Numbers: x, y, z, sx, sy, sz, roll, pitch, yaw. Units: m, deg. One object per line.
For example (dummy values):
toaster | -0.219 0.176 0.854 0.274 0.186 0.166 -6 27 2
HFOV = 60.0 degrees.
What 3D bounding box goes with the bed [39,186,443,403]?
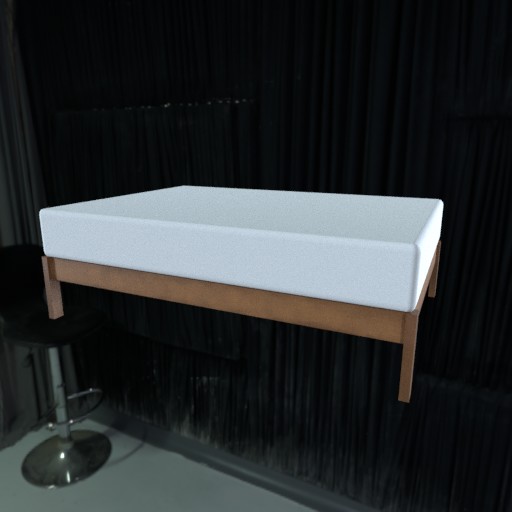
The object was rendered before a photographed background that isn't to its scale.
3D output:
bed | 0.000 0.000 2.600 1.927 0.616 1.348 7 16 24
